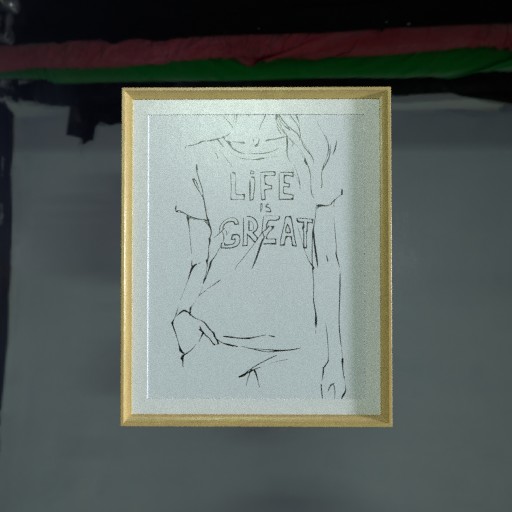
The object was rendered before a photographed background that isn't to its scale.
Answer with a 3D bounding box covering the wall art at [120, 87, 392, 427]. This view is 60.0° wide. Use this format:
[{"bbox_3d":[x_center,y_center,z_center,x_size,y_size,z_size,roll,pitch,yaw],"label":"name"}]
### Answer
[{"bbox_3d":[0.000,0.000,1.323,0.798,1.002,0.030,0,-1,0],"label":"wall art"}]
